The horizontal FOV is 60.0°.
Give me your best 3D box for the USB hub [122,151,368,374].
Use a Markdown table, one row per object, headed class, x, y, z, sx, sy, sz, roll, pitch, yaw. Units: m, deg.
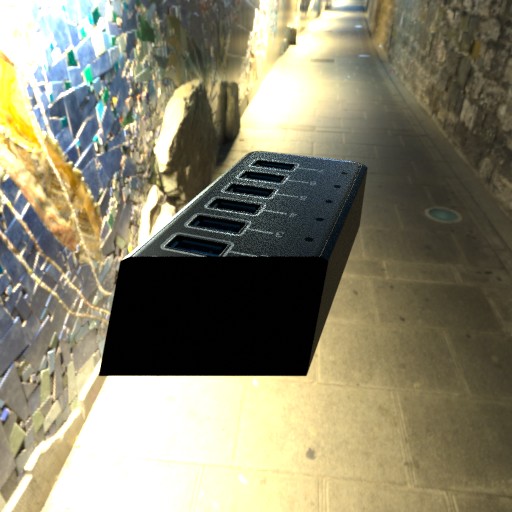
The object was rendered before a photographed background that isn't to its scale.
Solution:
| class | x | y | z | sx | sy | sz | roll | pitch | yaw |
| --- | --- | --- | --- | --- | --- | --- | --- | --- | --- |
| USB hub | 0.000 | 0.000 | 0.122 | 0.044 | 0.023 | 0.110 | 11 | 33 | 17 |
